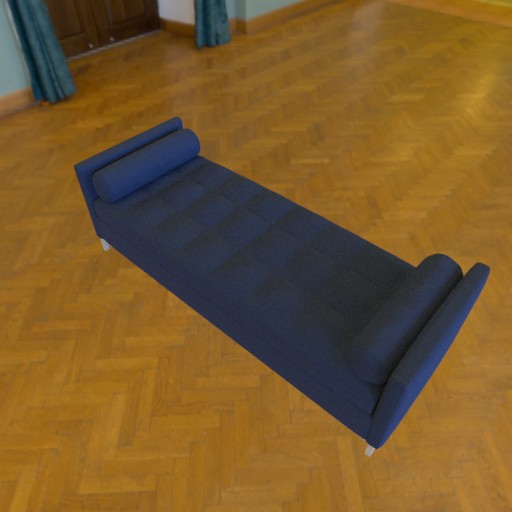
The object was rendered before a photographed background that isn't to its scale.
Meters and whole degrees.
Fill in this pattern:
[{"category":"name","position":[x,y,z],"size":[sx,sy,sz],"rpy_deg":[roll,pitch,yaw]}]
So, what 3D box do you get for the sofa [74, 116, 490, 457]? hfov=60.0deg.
[{"category":"sofa","position":[0.000,0.000,2.439],"size":[2.102,0.657,0.797],"rpy_deg":[32,53,28]}]
